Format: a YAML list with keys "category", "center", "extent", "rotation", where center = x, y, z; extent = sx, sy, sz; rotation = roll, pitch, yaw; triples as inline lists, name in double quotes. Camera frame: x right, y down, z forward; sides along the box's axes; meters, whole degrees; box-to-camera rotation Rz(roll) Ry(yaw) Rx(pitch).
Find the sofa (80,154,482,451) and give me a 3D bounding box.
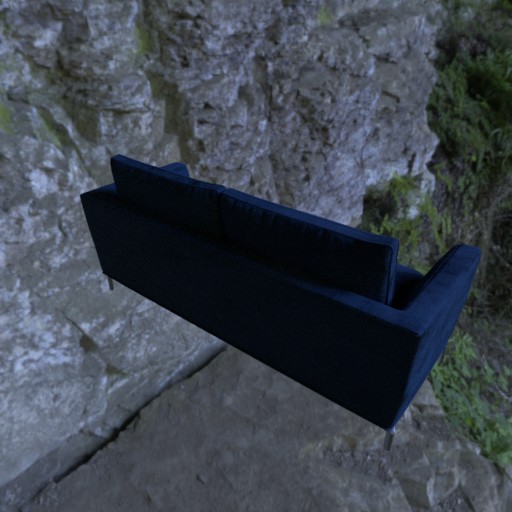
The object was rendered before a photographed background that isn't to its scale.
- category: "sofa"
  center: [0.000, 0.000, 2.623]
  extent: [2.212, 0.998, 0.853]
  rotation: [22, 36, 33]
